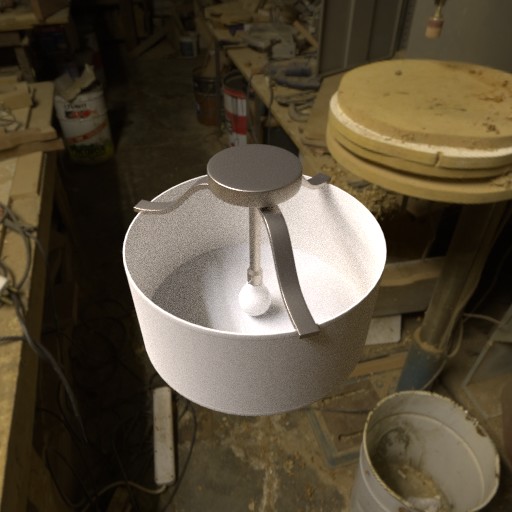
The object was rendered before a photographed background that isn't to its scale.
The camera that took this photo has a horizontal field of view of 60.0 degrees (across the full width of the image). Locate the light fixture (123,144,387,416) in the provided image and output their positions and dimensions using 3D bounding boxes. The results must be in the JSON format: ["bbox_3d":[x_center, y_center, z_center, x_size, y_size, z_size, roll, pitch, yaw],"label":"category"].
[{"bbox_3d":[0.000,0.000,0.677,0.395,0.304,0.395,0,41,0],"label":"light fixture"}]
